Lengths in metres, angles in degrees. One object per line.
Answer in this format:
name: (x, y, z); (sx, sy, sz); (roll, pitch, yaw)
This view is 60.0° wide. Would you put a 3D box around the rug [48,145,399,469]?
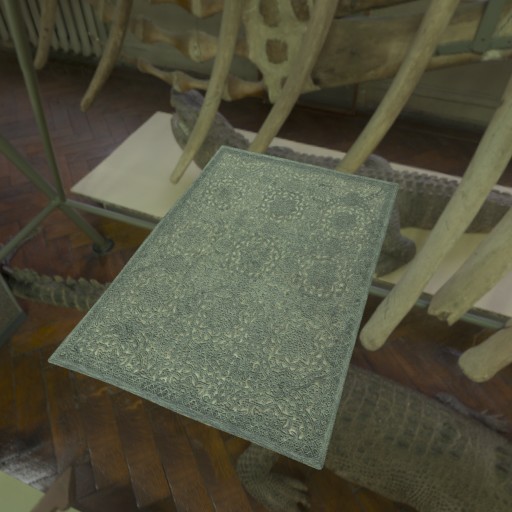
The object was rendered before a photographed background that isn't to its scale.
rug: (0.000, 0.000, 2.345); (1.224, 0.016, 1.830); (16, 48, 15)
